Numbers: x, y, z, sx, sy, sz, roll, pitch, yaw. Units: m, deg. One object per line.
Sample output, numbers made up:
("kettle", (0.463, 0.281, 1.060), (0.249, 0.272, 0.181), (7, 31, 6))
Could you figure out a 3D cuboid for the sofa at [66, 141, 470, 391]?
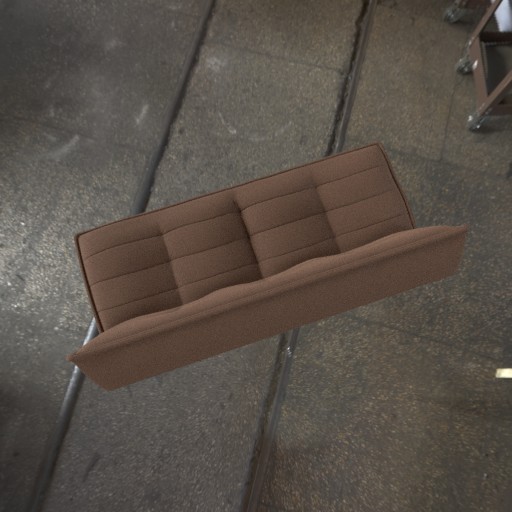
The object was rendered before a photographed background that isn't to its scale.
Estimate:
("sofa", (0.000, 0.000, 2.496), (1.940, 0.890, 0.950), (-18, 75, -5))
